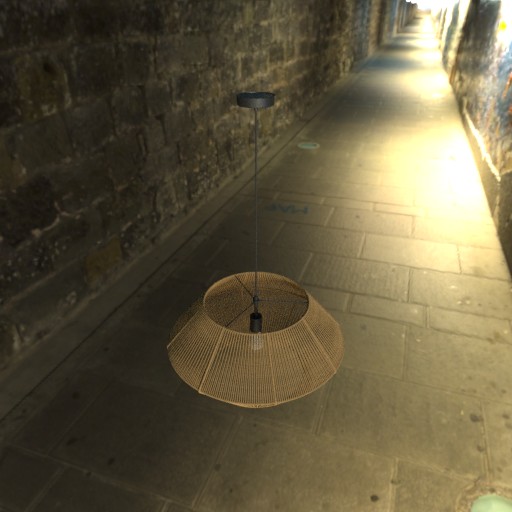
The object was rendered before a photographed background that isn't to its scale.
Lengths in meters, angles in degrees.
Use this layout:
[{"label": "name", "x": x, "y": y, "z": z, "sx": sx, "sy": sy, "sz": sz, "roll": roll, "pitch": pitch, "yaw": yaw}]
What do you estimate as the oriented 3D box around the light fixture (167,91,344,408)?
[{"label": "light fixture", "x": 0.000, "y": 0.000, "z": 1.456, "sx": 0.643, "sy": 1.009, "sz": 0.643, "roll": 0, "pitch": 30, "yaw": 0}]
